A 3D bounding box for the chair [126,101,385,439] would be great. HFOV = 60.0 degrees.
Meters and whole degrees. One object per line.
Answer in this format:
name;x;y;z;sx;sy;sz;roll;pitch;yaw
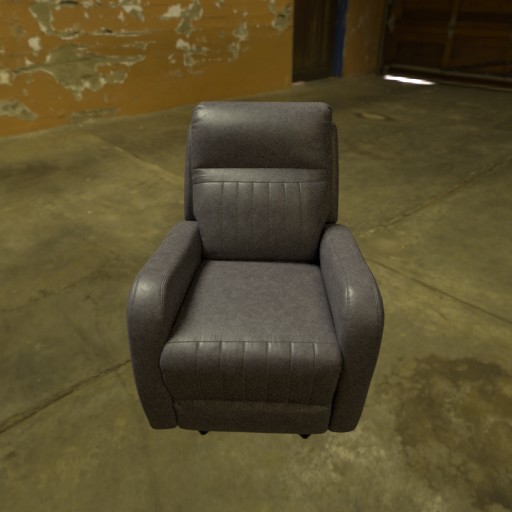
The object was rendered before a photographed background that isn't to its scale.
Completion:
chair;0.000;0.000;1.817;0.865;1.067;1.067;1;29;2
